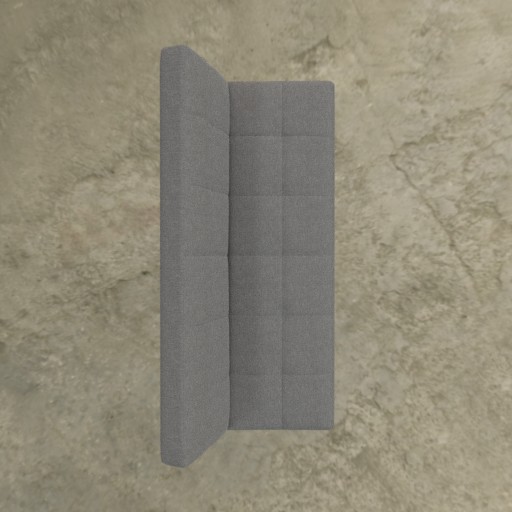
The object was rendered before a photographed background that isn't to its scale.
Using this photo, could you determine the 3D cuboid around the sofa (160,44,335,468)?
[{"bbox_3d":[0.000,0.000,2.233,0.820,0.770,1.820,0,90,0],"label":"sofa"}]
